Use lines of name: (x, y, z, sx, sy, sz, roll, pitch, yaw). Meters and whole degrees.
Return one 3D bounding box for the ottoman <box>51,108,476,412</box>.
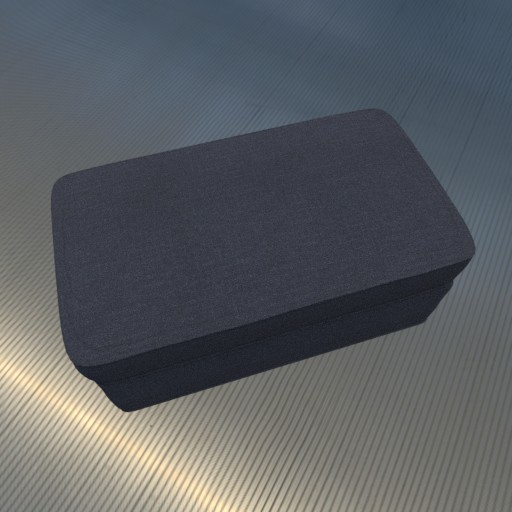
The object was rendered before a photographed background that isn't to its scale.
ottoman: (0.000, 0.000, 1.161, 0.895, 0.453, 0.505, -15, 60, -9)
